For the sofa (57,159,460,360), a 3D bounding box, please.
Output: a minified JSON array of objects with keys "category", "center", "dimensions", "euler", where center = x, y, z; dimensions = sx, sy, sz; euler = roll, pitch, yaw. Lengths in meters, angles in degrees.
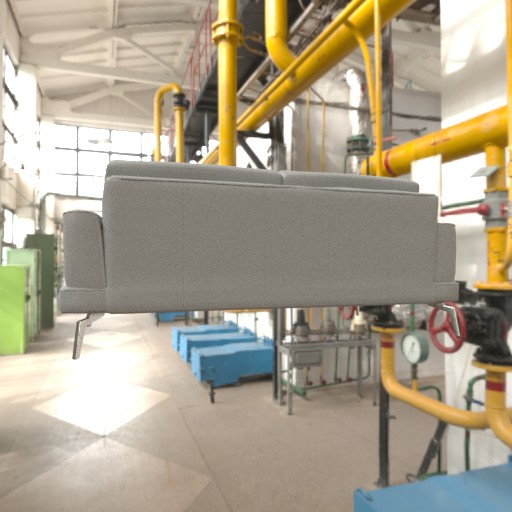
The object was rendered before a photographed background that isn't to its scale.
[{"category":"sofa","center":[0.000,0.000,2.734],"dimensions":[2.177,0.930,1.121],"euler":[0,-1,-18]}]
